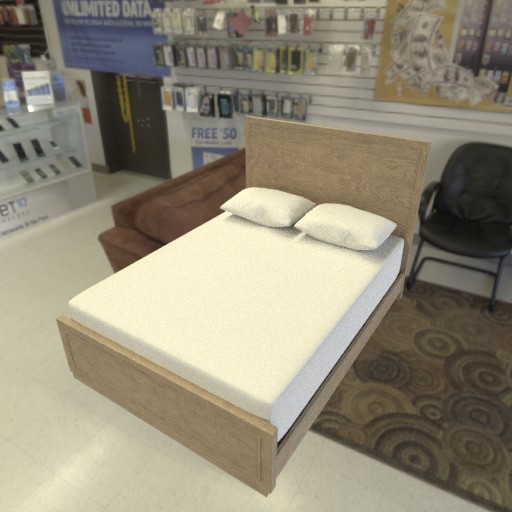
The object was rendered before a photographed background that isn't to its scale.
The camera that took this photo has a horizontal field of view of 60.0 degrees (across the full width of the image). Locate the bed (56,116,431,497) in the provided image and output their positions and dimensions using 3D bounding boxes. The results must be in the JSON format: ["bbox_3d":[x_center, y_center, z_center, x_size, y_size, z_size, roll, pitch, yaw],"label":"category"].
[{"bbox_3d":[0.000,0.000,3.129,1.606,1.369,2.189,18,34,29],"label":"bed"}]
